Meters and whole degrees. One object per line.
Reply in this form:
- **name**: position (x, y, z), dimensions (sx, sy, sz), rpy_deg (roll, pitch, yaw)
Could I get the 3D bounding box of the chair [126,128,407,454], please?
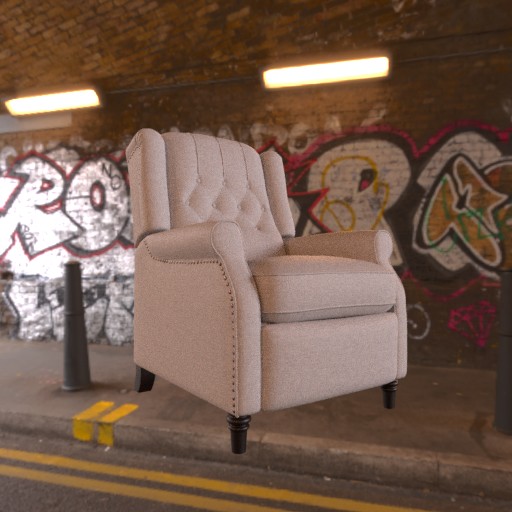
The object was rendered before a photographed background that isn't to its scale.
- **chair**: position (0.000, 0.000, 1.620), dimensions (0.742, 1.035, 0.902), rpy_deg (1, -1, -35)
